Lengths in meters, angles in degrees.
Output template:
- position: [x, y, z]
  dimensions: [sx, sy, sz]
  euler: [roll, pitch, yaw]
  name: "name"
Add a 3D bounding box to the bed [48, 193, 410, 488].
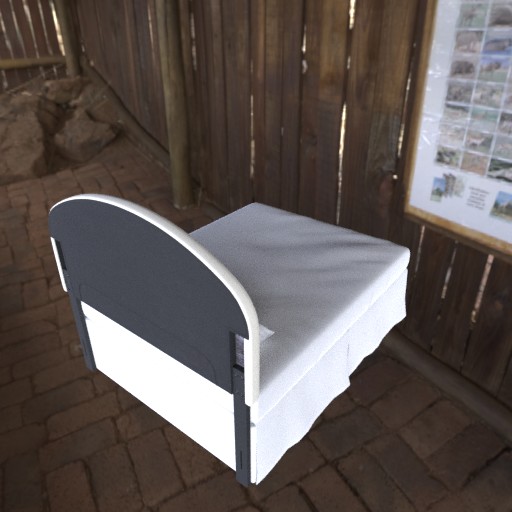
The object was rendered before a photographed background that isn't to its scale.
- position: [0.000, 0.000, 3.037]
  dimensions: [1.607, 1.410, 2.005]
  euler: [21, 36, 33]
  name: "bed"
